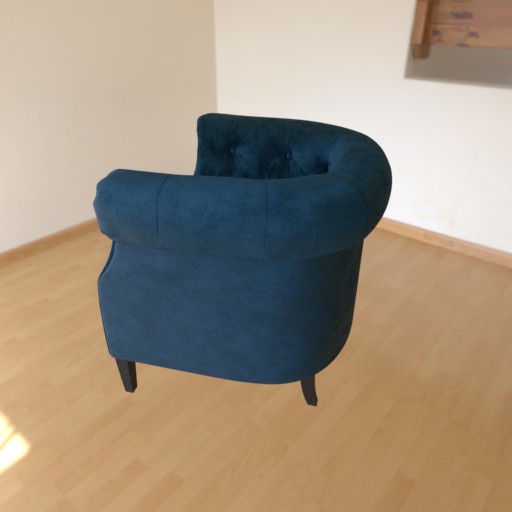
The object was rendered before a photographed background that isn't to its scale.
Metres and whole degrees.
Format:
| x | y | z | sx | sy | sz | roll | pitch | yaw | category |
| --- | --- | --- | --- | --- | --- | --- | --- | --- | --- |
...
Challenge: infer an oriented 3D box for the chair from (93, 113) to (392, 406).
| x | y | z | sx | sy | sz | roll | pitch | yaw | category |
| --- | --- | --- | --- | --- | --- | --- | --- | --- | --- |
| 0.000 | 0.000 | 1.591 | 0.851 | 0.826 | 0.904 | 7 | 31 | 12 | chair |
